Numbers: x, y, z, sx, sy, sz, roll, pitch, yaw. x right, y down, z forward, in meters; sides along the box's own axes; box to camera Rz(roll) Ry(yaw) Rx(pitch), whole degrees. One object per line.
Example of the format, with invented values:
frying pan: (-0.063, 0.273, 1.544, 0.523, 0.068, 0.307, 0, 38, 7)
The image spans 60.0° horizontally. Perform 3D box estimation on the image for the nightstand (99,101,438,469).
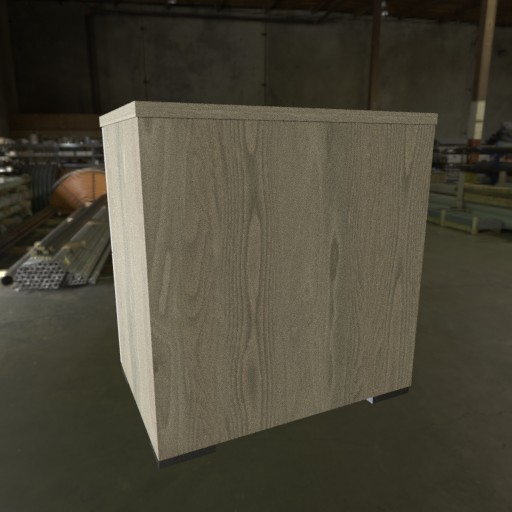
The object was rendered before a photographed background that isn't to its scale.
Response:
nightstand: (0.000, 0.000, 0.762, 0.442, 0.461, 0.325, -7, 15, -25)
